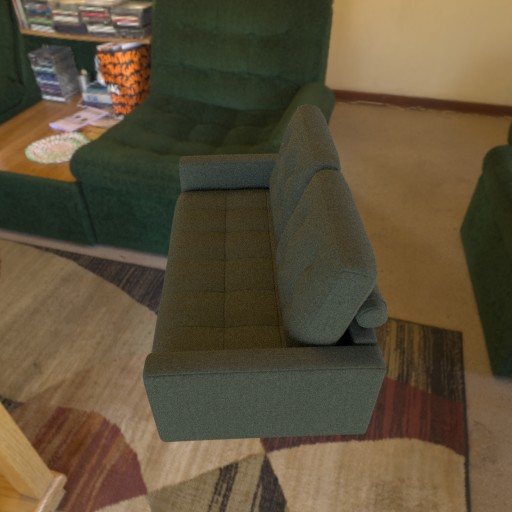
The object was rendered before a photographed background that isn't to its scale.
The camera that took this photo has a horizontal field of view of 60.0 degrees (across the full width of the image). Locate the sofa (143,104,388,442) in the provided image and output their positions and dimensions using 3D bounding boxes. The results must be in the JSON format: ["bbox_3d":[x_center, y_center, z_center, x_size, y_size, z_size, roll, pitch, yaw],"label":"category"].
[{"bbox_3d":[0.000,0.000,1.992,0.842,0.907,1.407,-2,42,-2],"label":"sofa"}]
